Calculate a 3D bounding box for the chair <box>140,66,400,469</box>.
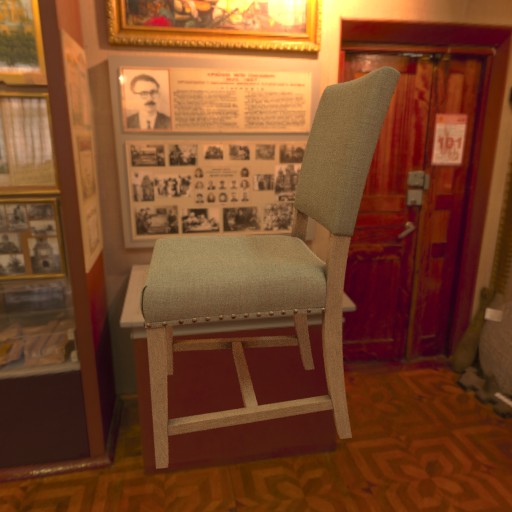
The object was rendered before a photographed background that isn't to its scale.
[{"bbox_3d":[0.000,0.000,1.299,0.622,0.986,0.508,-2,16,-8],"label":"chair"}]
